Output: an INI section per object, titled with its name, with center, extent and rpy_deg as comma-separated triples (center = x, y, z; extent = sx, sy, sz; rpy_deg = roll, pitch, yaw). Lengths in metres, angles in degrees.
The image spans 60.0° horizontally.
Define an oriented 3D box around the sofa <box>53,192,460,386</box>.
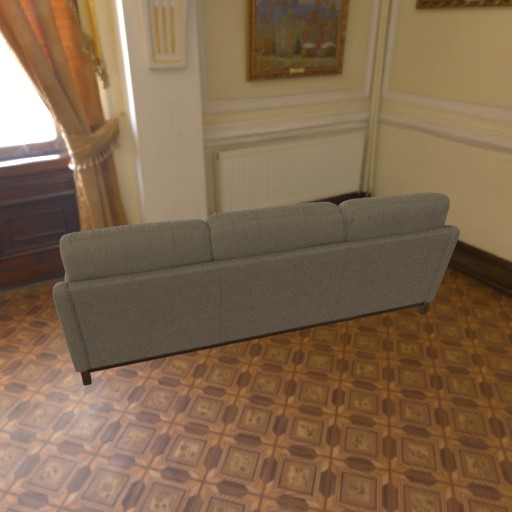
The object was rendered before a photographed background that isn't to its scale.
[sofa]
center = 0.000, 0.000, 2.907
extent = 2.344, 0.926, 0.987
rpy_deg = -8, 29, -16
